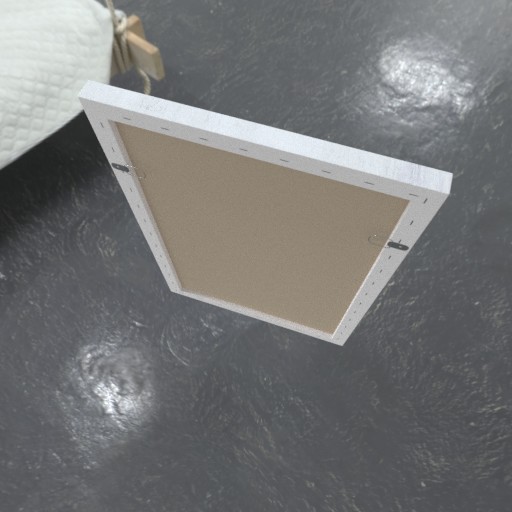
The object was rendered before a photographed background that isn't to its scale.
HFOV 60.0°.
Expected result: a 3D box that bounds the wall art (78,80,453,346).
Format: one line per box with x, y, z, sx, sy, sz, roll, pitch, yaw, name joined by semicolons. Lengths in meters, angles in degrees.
0.000;0.000;1.126;0.624;0.914;0.043;17;66;8;wall art
